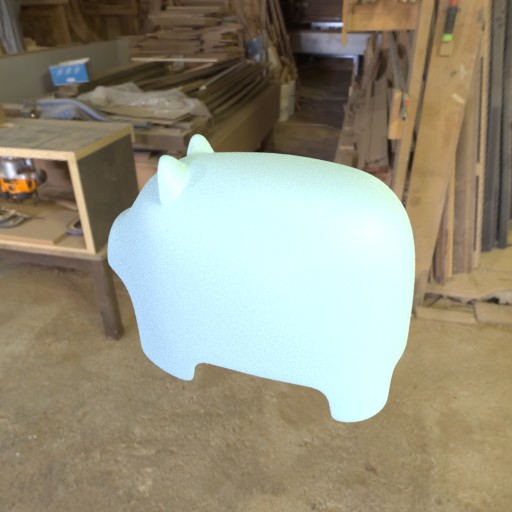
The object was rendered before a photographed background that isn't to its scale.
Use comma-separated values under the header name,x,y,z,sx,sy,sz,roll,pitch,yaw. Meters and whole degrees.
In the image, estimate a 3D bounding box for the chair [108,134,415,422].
name,x,y,z,sx,sy,sz,roll,pitch,yaw
chair,0.000,0.000,0.880,0.619,0.423,0.364,9,32,14
